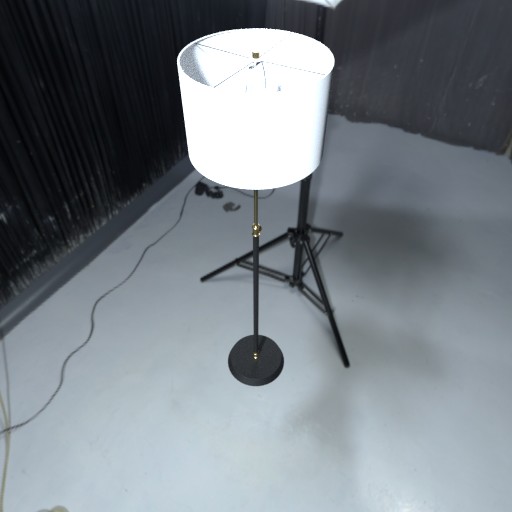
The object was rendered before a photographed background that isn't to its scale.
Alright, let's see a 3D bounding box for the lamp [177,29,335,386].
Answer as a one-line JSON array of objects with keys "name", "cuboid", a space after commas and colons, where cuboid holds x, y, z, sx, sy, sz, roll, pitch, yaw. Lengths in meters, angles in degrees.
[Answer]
[{"name": "lamp", "cuboid": [0.000, 0.000, 1.682, 0.404, 1.517, 0.404, 23, 50, 21]}]
